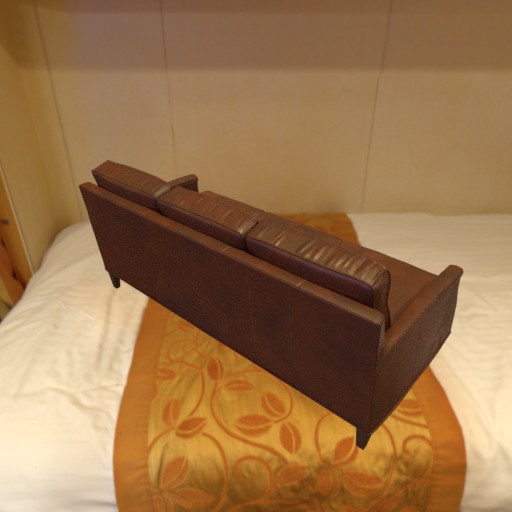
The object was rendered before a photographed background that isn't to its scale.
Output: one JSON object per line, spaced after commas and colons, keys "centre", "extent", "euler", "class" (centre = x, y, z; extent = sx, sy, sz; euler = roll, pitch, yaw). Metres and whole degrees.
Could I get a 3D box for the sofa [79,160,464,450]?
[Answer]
{"centre": [0.000, 0.000, 2.802], "extent": [2.240, 1.003, 1.084], "euler": [24, 38, 34], "class": "sofa"}
